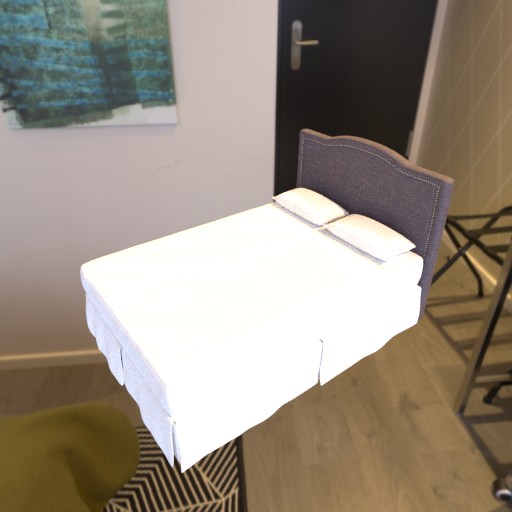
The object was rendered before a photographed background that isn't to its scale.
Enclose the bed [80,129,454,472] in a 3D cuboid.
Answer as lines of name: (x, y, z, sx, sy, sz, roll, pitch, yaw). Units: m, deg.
bed: (0.000, 0.000, 3.576, 2.507, 1.441, 1.741, -21, 37, -30)
